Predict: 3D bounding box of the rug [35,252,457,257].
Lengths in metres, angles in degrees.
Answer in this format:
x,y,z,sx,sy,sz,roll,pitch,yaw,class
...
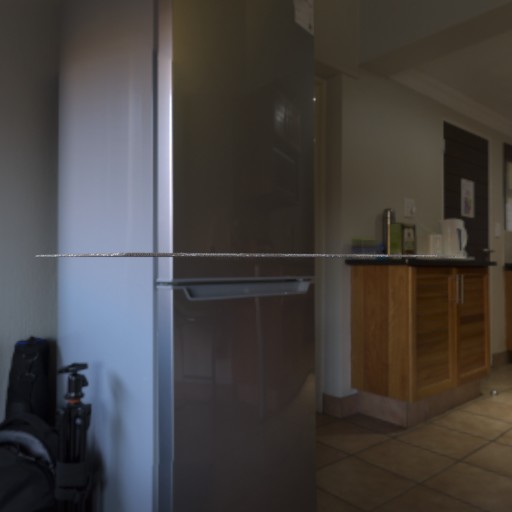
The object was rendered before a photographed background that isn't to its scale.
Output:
x,y,z,sx,sy,sz,roll,pitch,yaw,class
0.000,0.000,3.033,2.457,0.012,1.541,0,0,-38,rug
